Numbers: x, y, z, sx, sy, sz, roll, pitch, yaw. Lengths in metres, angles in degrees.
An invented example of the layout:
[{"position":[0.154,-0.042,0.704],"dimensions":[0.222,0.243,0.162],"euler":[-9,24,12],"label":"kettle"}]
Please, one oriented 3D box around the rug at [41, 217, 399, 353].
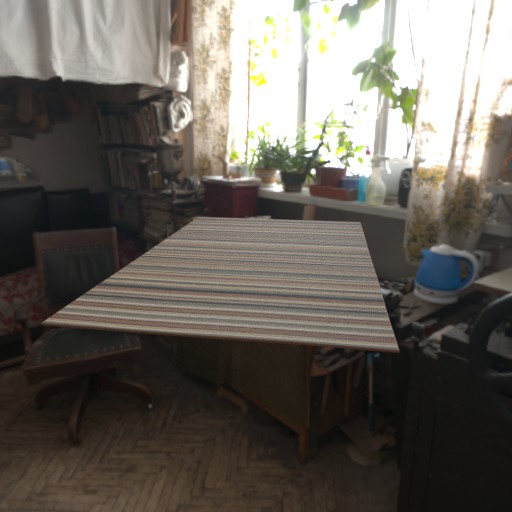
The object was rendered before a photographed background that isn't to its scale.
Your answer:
[{"position":[0.000,0.000,2.985],"dimensions":[1.523,0.014,2.438],"euler":[3,16,9],"label":"rug"}]
